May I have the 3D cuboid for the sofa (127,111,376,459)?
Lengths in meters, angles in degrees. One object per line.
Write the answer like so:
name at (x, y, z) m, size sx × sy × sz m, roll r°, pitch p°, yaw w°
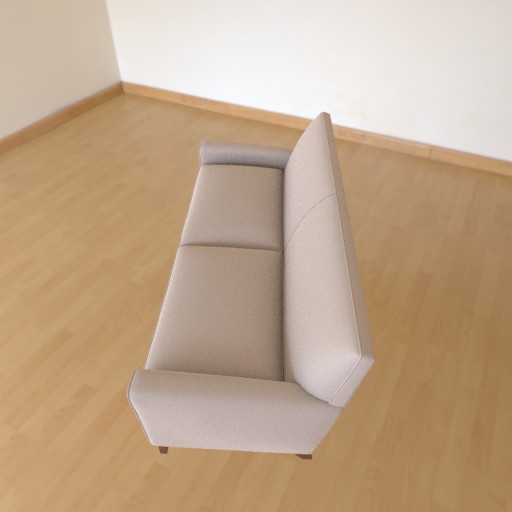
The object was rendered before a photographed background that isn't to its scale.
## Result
sofa at (0.000, 0.000, 2.444) m, size 0.875 × 0.846 × 2.000 m, roll 2°, pitch 42°, yaw 2°
